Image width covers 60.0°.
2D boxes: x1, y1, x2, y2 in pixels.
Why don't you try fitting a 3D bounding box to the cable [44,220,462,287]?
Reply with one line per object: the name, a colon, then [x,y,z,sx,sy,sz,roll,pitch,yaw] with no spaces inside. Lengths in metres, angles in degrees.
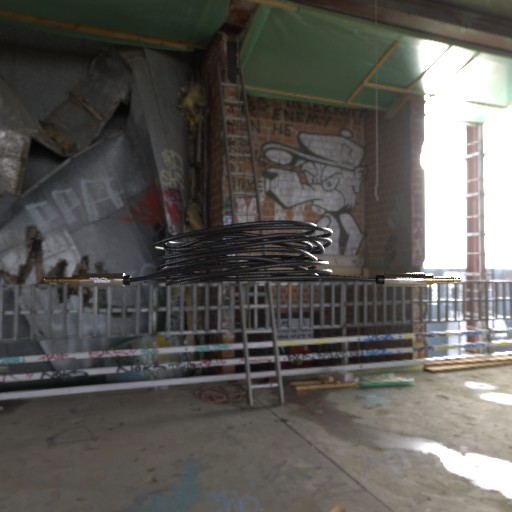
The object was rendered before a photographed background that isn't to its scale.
cable: [0.000,0.000,0.505,0.432,0.069,0.198,0,-2,1]
